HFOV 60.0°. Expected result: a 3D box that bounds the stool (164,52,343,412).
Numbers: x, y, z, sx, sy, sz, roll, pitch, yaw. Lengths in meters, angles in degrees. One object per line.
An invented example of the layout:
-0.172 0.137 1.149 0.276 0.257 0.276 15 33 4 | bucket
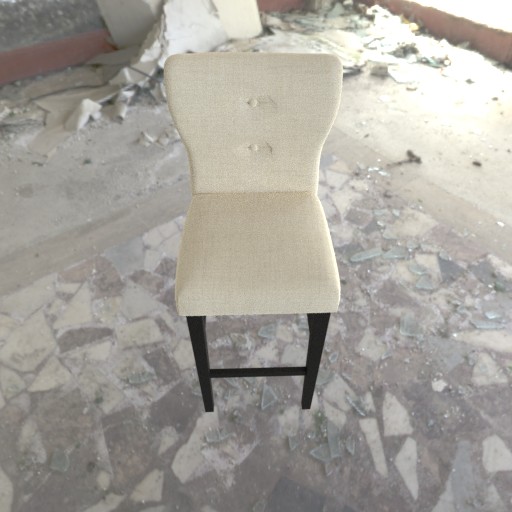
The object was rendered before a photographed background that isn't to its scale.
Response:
0.000 0.000 1.491 0.516 1.124 0.603 -1 45 -1 | stool
